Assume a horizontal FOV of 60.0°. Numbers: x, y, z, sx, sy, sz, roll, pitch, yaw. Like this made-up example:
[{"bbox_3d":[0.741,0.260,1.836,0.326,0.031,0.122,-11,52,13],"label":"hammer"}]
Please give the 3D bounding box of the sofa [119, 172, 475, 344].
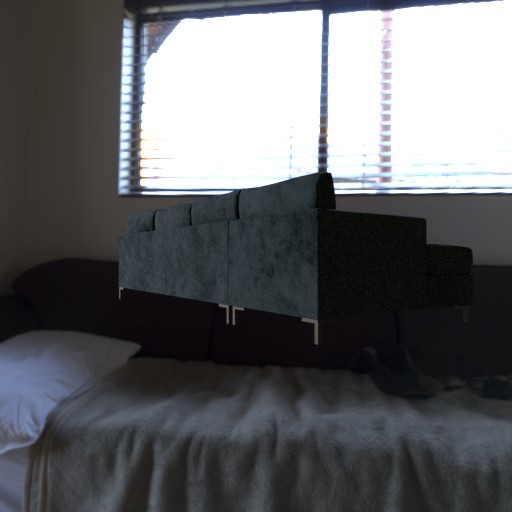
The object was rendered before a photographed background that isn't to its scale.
[{"bbox_3d":[0.000,0.000,4.137,1.500,0.967,3.400,0,0,-35],"label":"sofa"}]
